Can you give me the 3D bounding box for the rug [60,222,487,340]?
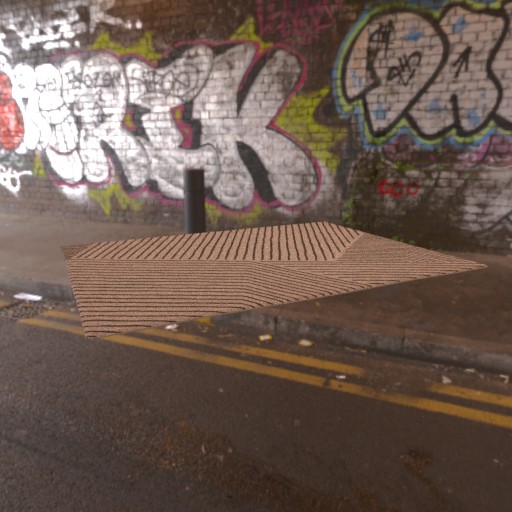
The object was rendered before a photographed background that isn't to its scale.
[{"bbox_3d":[0.000,0.000,3.120,2.449,0.028,1.829,-7,16,-26],"label":"rug"}]
